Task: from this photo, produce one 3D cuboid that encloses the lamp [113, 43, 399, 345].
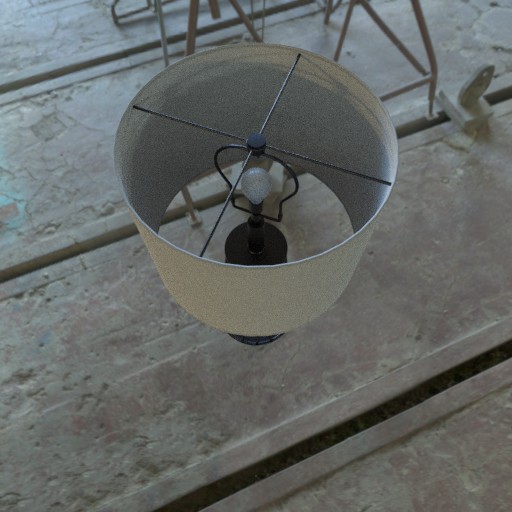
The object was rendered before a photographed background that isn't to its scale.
[{"bbox_3d":[0.000,0.000,0.766,0.322,0.593,0.322,19,65,9],"label":"lamp"}]
